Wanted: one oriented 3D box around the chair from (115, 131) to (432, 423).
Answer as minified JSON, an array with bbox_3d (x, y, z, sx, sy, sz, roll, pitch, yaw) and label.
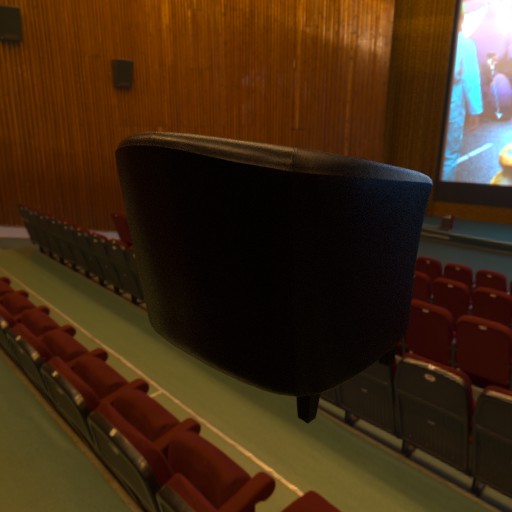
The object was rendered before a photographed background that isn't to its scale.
[{"bbox_3d":[0.000,0.000,1.392,0.727,0.756,0.793,-15,22,-42],"label":"chair"}]
